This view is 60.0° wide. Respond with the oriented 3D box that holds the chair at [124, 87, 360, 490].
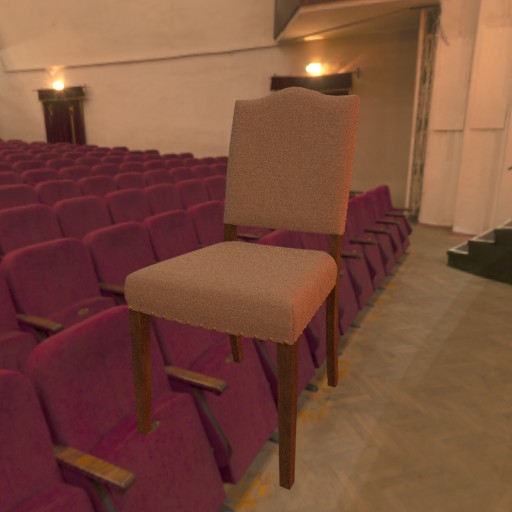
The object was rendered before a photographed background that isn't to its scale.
[{"bbox_3d":[0.000,0.000,1.351,0.508,1.020,0.620,7,17,26],"label":"chair"}]
